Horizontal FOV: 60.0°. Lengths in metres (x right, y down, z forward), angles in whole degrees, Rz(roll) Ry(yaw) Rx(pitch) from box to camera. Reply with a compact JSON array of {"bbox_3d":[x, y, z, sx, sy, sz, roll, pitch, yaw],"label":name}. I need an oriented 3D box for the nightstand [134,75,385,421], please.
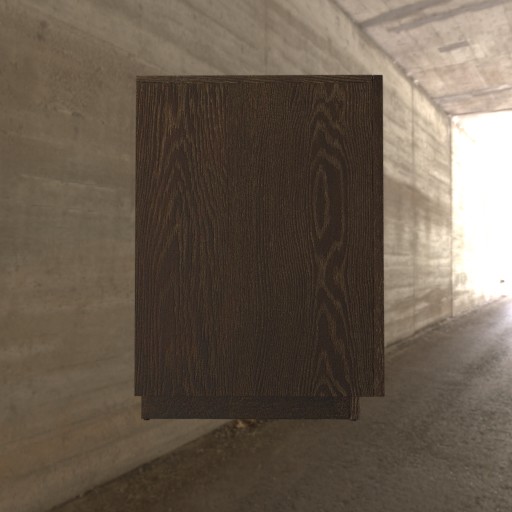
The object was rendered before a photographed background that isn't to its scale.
[{"bbox_3d":[0.000,0.000,1.147,0.457,0.612,0.775,0,-1,1],"label":"nightstand"}]
